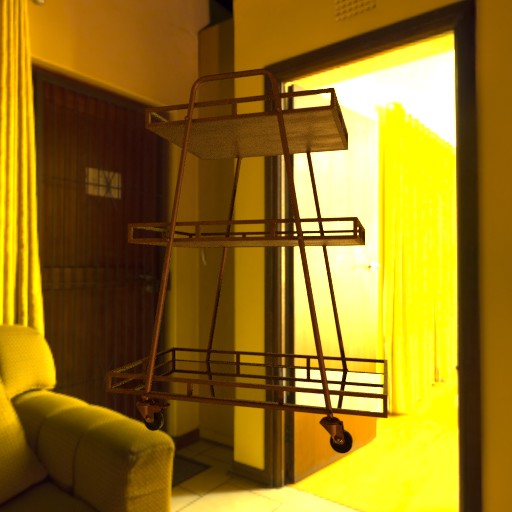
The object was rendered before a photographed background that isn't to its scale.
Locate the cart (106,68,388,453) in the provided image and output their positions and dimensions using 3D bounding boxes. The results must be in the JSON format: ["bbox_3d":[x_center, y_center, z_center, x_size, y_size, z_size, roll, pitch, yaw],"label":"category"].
[{"bbox_3d":[0.000,0.000,1.256,0.711,0.883,0.441,0,-1,17],"label":"cart"}]
